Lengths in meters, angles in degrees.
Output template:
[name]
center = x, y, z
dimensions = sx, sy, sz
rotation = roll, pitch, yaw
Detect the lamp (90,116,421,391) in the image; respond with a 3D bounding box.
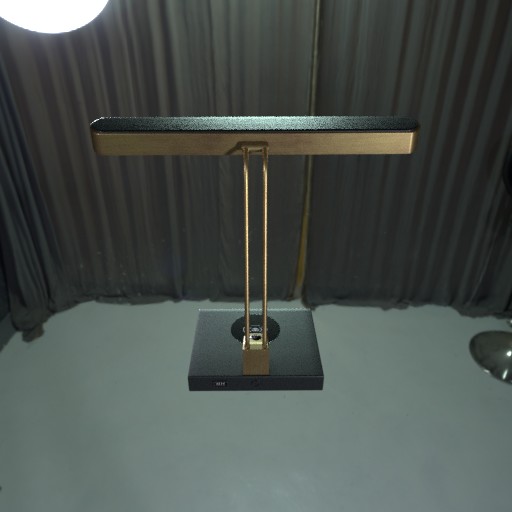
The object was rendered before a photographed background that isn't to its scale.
[lamp]
center = 0.000, 0.000, 0.595
dimensions = 0.412, 0.345, 0.156
rotation = 0, 30, 0
